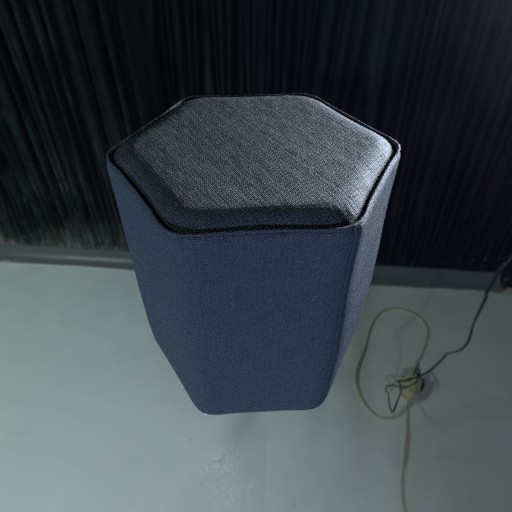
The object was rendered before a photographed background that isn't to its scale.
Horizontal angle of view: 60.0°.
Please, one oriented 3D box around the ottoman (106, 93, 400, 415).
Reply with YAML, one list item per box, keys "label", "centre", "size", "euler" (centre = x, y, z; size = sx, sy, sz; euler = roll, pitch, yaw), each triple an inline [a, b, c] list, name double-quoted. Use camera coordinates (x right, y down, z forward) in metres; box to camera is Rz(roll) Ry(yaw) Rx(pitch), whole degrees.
- label: "ottoman"
  centre: [0.000, 0.000, 0.895]
  size: [0.492, 0.505, 0.454]
  euler: [0, 43, 0]
